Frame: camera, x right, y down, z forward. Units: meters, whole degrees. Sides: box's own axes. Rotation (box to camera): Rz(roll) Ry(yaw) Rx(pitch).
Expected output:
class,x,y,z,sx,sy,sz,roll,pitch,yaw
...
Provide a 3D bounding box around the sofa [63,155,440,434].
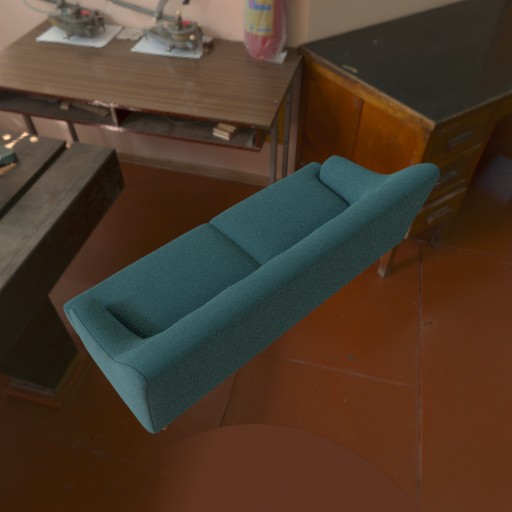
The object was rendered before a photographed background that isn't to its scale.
class,x,y,z,sx,sy,sz,roll,pitch,yaw
sofa,0.000,0.000,2.616,2.057,0.871,0.978,-33,56,-26
